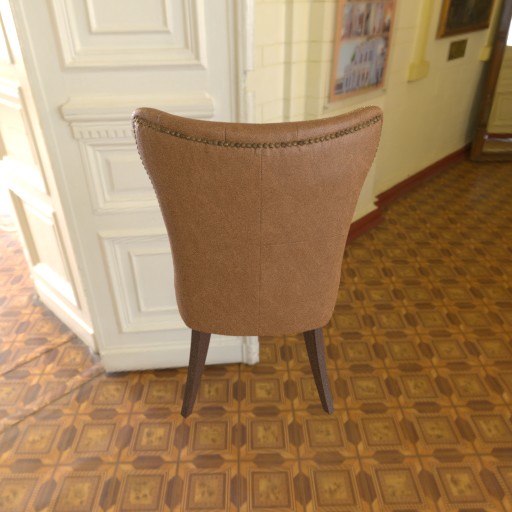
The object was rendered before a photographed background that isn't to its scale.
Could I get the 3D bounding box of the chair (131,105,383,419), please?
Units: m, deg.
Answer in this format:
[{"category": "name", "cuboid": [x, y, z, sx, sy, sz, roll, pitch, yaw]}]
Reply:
[{"category": "chair", "cuboid": [0.000, 0.000, 1.481, 0.611, 1.065, 0.669, -1, 31, -2]}]
